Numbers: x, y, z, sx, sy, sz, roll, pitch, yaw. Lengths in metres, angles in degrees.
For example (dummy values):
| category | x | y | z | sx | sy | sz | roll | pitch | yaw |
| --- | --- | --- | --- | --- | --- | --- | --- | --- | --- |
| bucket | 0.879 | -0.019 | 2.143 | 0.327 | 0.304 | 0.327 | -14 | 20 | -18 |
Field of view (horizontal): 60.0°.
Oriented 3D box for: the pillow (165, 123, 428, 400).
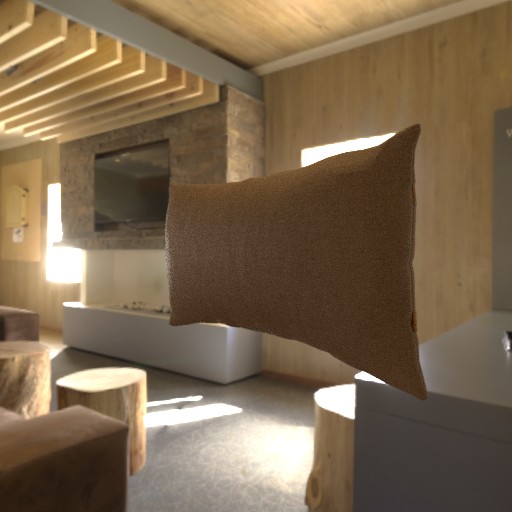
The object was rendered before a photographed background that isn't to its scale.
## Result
| category | x | y | z | sx | sy | sz | roll | pitch | yaw |
| --- | --- | --- | --- | --- | --- | --- | --- | --- | --- |
| pillow | 0.000 | 0.000 | 0.722 | 0.148 | 0.308 | 0.612 | -1 | 1 | -37 |
